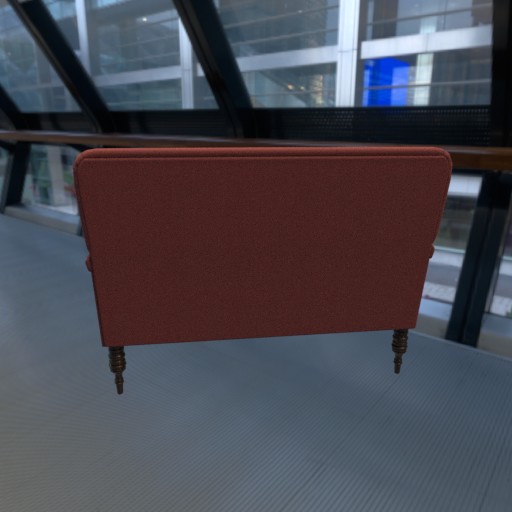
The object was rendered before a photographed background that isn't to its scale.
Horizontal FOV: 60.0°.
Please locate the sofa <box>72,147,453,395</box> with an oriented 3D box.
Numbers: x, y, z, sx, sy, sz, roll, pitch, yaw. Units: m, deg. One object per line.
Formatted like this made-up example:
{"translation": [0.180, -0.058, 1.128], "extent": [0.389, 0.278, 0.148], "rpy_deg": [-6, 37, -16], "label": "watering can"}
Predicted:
{"translation": [0.000, 0.000, 1.821], "extent": [1.297, 0.889, 0.779], "rpy_deg": [-2, 16, -7], "label": "sofa"}
